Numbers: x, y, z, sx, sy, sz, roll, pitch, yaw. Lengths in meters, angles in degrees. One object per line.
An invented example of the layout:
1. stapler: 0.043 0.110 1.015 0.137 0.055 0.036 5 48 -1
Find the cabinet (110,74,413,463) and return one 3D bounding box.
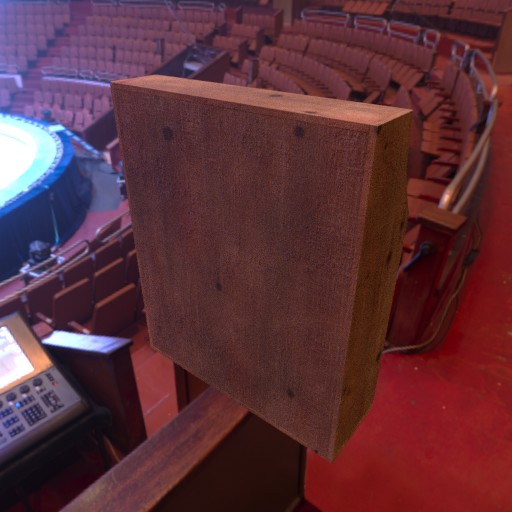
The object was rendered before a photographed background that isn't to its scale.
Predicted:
1. cabinet: 0.000 0.000 0.830 0.489 0.590 0.184 22 36 32
